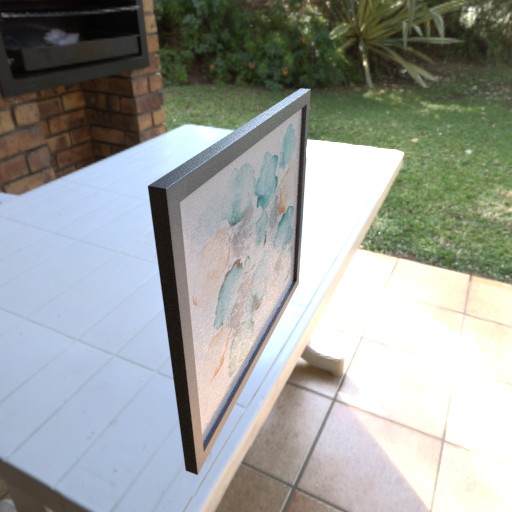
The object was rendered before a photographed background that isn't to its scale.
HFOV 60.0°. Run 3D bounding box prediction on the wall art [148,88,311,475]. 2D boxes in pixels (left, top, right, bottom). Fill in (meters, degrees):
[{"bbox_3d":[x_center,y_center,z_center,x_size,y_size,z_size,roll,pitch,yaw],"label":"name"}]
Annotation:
[{"bbox_3d":[0.000,0.000,0.933,0.026,0.558,0.660,11,33,18],"label":"wall art"}]
